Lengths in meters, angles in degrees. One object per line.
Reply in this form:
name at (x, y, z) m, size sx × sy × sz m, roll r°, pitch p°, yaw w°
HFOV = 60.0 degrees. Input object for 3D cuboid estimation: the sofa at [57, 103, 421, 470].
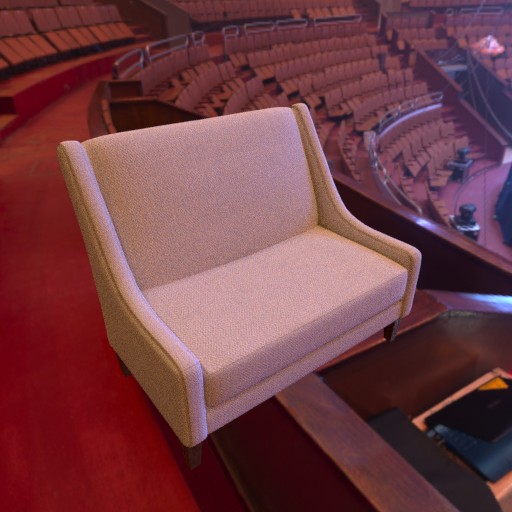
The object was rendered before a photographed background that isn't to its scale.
sofa at (0.000, 0.000, 1.903) m, size 1.242 × 1.022 × 0.870 m, roll -21°, pitch 36°, yaw -32°
